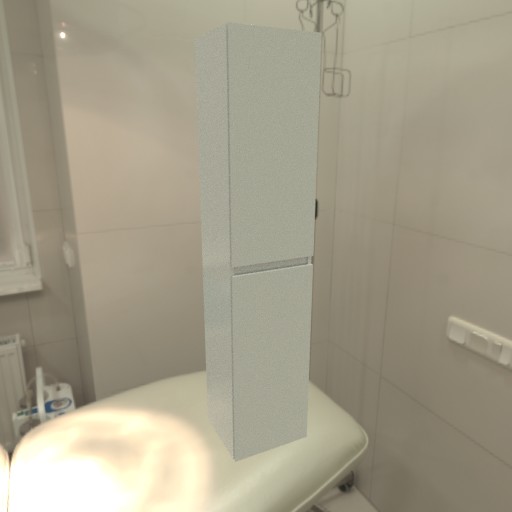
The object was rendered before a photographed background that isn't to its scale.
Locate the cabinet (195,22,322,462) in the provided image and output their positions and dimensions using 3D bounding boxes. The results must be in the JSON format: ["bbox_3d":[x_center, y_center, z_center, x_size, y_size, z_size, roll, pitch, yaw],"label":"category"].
[{"bbox_3d":[0.000,0.000,1.548,0.300,1.400,0.270,-8,18,-25],"label":"cabinet"}]
